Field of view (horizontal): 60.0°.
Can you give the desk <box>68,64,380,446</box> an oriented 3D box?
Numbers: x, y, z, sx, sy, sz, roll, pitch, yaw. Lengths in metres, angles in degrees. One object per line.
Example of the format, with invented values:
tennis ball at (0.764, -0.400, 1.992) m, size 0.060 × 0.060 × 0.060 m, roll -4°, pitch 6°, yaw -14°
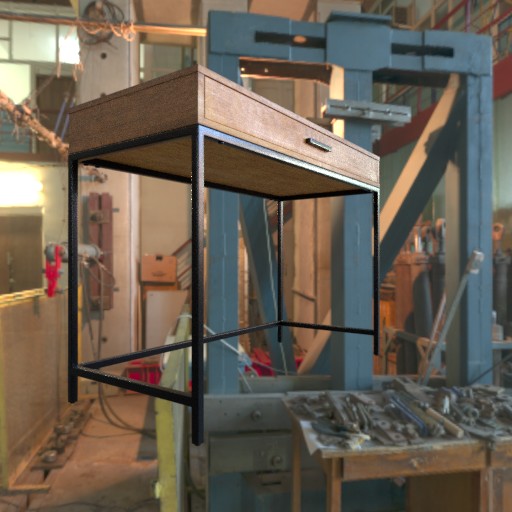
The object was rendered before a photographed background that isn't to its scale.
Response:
desk at (0.000, 0.000, 1.422) m, size 0.470 × 0.762 × 1.016 m, roll 0°, pitch 0°, yaw 36°
